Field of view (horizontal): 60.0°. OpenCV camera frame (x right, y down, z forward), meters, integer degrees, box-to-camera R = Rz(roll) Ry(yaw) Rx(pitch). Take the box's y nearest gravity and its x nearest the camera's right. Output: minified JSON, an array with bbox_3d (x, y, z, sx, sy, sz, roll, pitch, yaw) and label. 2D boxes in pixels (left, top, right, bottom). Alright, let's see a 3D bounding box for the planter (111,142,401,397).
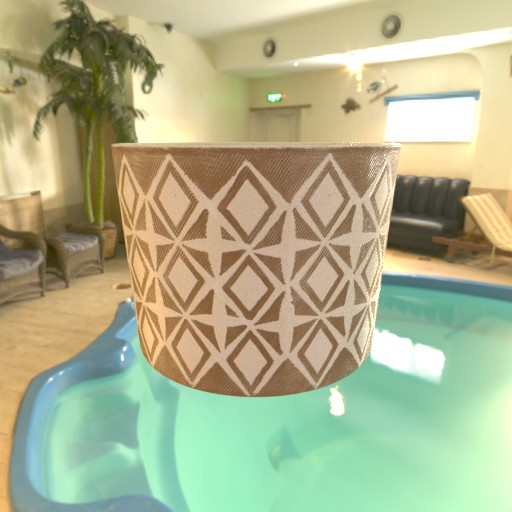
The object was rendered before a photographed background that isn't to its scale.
[{"bbox_3d":[0.000,0.000,0.445,0.260,0.220,0.260,0,15,0],"label":"planter"}]
